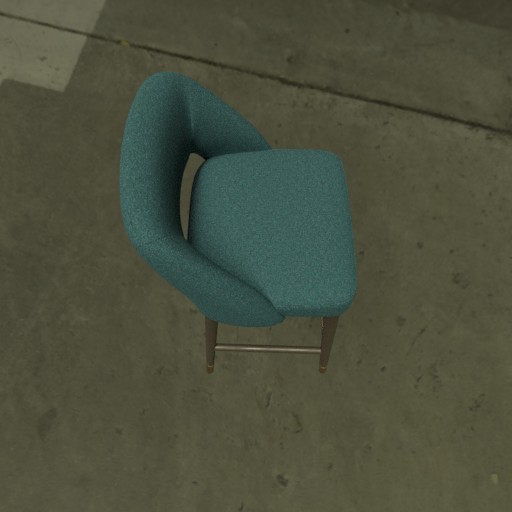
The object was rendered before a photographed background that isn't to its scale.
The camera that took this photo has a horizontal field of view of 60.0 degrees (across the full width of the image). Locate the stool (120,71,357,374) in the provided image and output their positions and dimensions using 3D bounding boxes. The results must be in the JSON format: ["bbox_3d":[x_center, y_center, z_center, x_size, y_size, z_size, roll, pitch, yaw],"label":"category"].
[{"bbox_3d":[0.000,0.000,1.301,0.522,1.032,0.536,0,63,0],"label":"stool"}]
